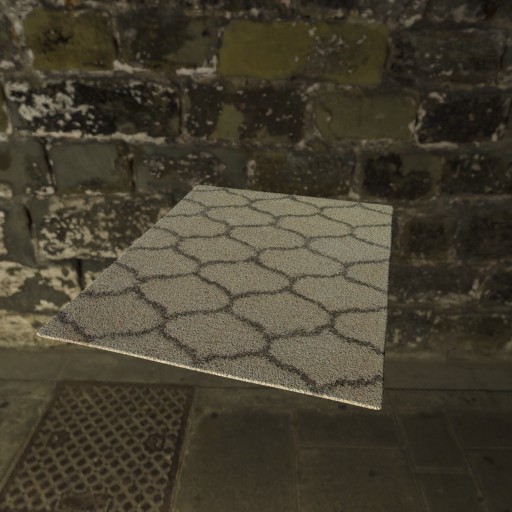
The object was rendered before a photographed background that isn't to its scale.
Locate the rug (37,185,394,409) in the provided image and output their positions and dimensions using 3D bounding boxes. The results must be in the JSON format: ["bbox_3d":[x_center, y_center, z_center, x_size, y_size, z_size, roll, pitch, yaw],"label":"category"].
[{"bbox_3d":[0.000,0.000,4.098,2.399,0.026,3.000,8,31,14],"label":"rug"}]
